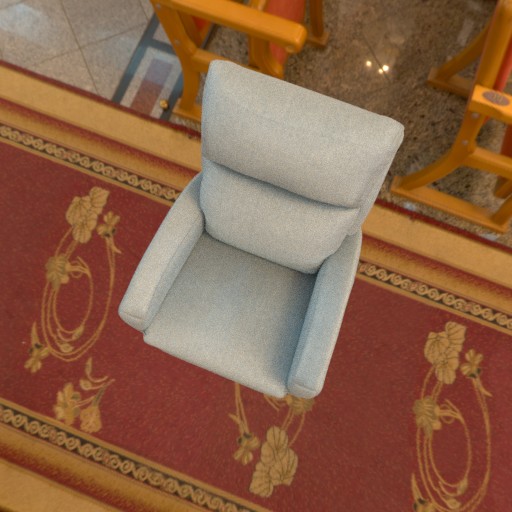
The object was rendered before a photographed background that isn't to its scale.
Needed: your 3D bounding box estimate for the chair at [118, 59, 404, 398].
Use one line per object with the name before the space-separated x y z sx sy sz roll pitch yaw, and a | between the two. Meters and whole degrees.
chair | 0.000 0.000 1.663 0.794 1.016 0.940 21 78 5
